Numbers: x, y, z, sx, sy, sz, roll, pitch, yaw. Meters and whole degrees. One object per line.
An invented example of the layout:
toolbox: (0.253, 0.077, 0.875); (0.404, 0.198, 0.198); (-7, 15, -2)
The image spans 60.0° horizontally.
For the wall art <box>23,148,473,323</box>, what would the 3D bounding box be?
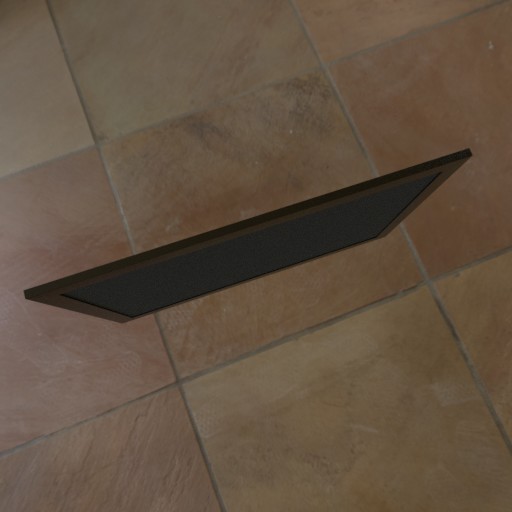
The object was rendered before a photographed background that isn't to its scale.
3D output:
wall art: (0.000, 0.000, 0.839); (0.660, 0.447, 0.013); (-18, 78, -4)
